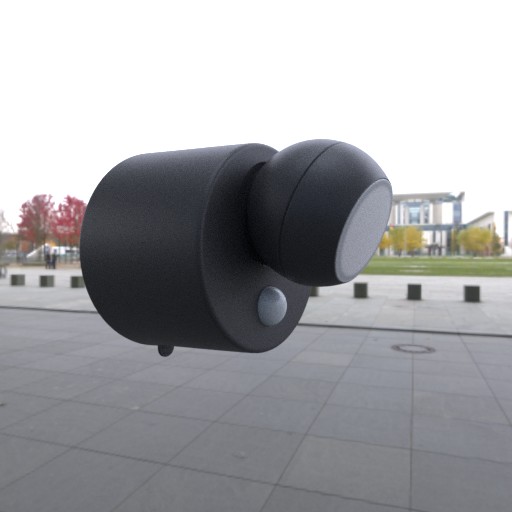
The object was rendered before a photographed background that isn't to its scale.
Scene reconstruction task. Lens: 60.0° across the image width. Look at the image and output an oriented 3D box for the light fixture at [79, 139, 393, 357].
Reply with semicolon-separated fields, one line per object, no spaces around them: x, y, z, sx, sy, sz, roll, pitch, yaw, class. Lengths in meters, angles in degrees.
0.000;0.000;0.269;0.160;0.143;0.134;0;1;35;light fixture
